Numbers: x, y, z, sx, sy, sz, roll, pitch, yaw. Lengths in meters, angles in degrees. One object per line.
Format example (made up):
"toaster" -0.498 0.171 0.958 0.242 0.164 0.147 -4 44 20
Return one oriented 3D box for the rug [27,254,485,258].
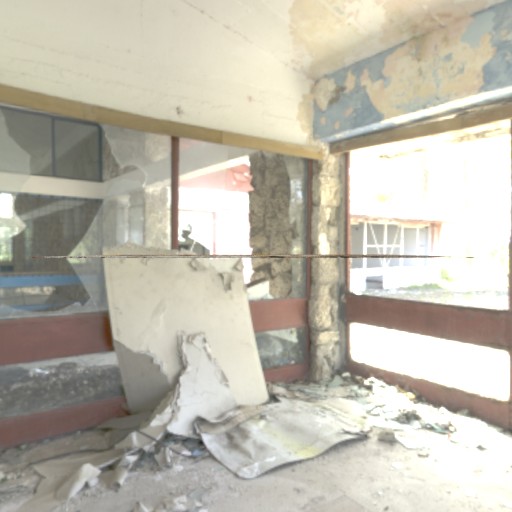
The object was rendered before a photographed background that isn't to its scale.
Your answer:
"rug" 0.000 0.000 2.447 1.918 0.007 1.268 0 1 -1
